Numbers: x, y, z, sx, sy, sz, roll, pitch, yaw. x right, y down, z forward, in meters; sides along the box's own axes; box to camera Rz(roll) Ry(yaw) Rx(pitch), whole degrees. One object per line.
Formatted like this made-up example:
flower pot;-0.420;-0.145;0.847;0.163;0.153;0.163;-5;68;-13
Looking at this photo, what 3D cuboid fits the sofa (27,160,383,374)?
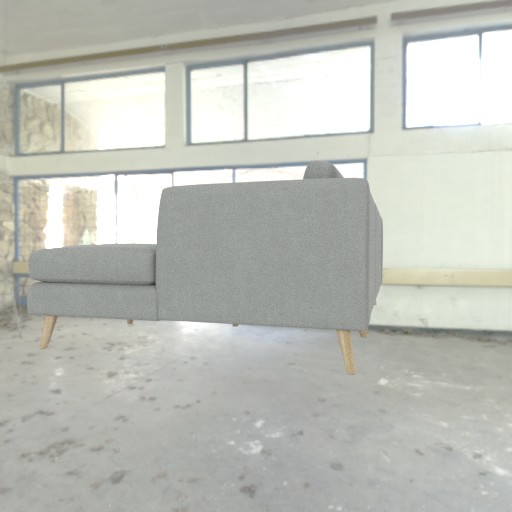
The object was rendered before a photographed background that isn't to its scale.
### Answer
sofa;0.000;0.000;2.946;1.580;0.860;2.300;0;1;17
